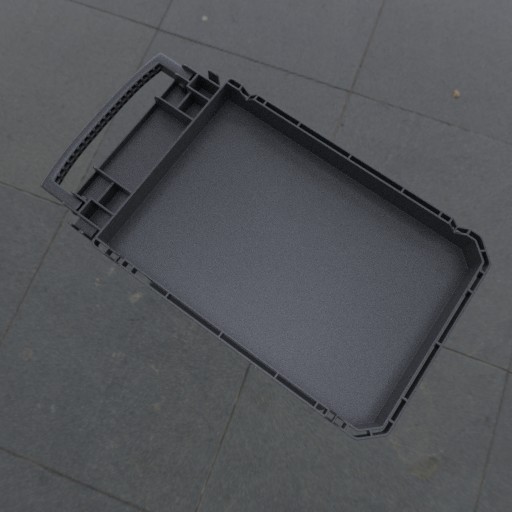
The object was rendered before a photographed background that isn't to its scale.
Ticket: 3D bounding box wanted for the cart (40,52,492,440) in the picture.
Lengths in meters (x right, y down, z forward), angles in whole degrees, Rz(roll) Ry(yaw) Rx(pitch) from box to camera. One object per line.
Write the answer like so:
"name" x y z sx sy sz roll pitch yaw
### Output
"cart" 0.000 0.000 1.709 1.239 0.884 0.674 35 79 8
